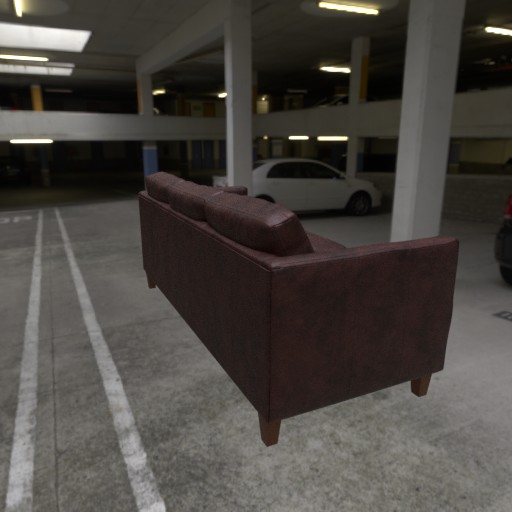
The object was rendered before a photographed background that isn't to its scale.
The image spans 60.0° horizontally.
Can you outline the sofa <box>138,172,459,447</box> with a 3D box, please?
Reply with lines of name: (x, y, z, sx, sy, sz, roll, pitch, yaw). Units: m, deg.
sofa: (0.000, 0.000, 2.959, 1.045, 1.006, 2.464, -7, 17, -25)
